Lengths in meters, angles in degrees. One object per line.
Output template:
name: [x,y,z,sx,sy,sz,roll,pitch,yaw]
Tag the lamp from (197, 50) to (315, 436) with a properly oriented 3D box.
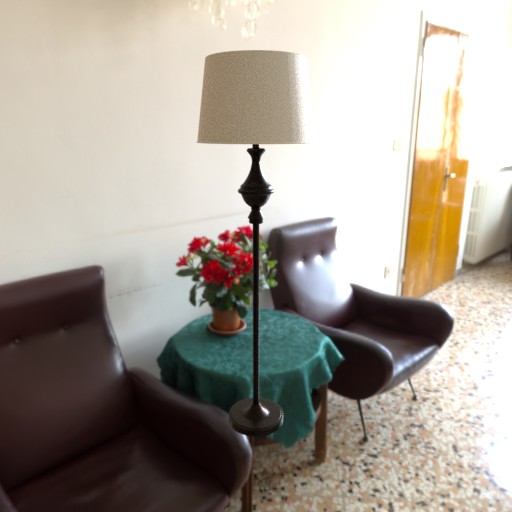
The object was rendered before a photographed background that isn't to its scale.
lamp: [0.000,0.000,1.743,0.431,1.484,0.431,0,16,0]
